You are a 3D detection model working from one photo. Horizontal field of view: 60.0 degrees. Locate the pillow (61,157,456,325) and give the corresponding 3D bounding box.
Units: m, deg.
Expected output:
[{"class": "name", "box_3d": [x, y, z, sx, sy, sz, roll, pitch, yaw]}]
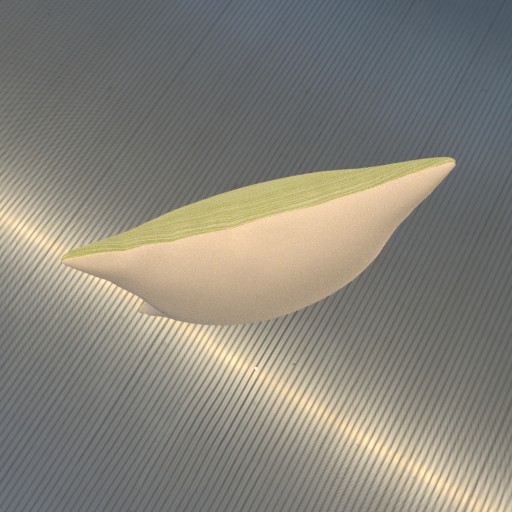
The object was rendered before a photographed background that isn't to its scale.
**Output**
[{"class": "pillow", "box_3d": [0.000, 0.000, 0.808, 0.560, 0.487, 0.229, -15, 76, -4]}]
